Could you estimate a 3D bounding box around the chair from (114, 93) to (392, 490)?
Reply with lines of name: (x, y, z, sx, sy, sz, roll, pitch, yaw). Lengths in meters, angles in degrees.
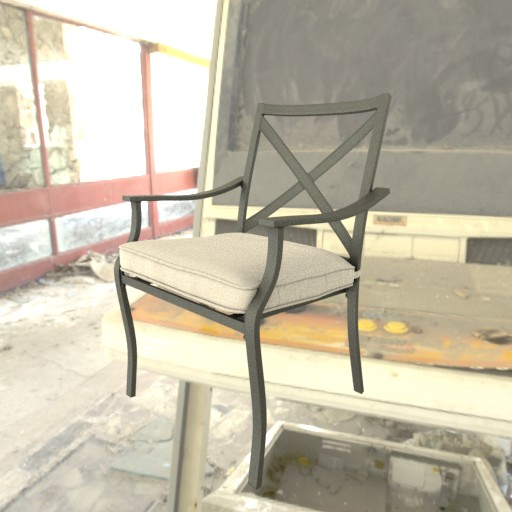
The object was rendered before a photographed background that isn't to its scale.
chair: (0.000, 0.000, 1.279, 0.575, 0.889, 0.620, 14, 20, 42)
